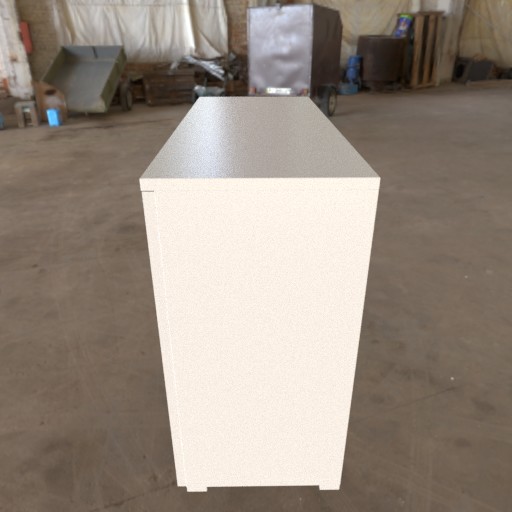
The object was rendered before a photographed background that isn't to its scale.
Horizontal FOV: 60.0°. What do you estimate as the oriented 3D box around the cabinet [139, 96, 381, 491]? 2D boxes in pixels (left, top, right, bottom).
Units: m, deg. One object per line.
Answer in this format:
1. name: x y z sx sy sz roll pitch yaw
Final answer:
1. cabinet: 0.000 0.000 1.361 0.400 0.800 1.000 0 27 -1
